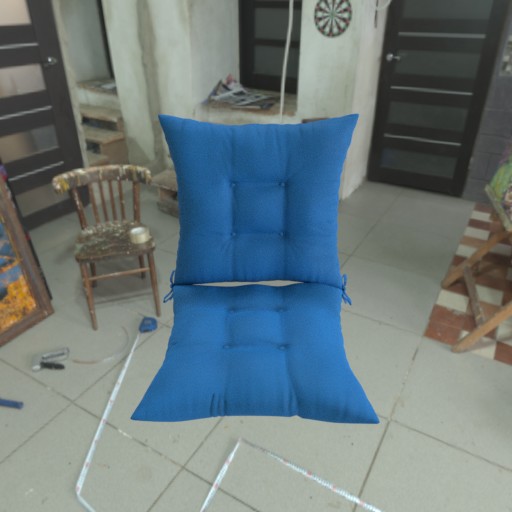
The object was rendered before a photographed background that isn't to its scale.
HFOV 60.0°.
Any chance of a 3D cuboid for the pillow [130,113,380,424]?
[{"bbox_3d":[0.000,0.000,1.029,0.541,0.536,0.585,0,31,1],"label":"pillow"}]
